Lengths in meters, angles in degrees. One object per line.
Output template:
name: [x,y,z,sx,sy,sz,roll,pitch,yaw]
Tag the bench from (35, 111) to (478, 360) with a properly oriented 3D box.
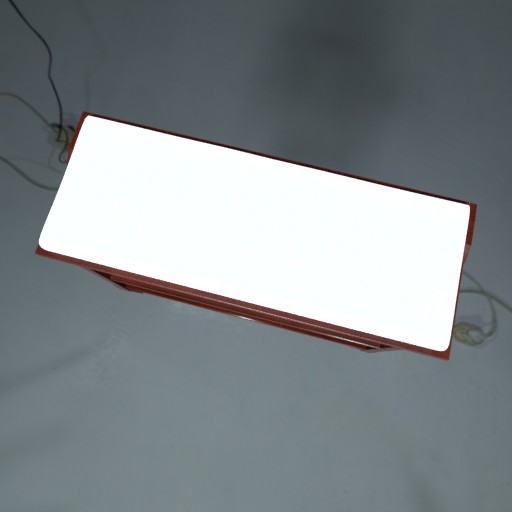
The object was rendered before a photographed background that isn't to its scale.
bench: [0.000,0.000,1.315,0.987,0.646,0.369,14,77,3]
